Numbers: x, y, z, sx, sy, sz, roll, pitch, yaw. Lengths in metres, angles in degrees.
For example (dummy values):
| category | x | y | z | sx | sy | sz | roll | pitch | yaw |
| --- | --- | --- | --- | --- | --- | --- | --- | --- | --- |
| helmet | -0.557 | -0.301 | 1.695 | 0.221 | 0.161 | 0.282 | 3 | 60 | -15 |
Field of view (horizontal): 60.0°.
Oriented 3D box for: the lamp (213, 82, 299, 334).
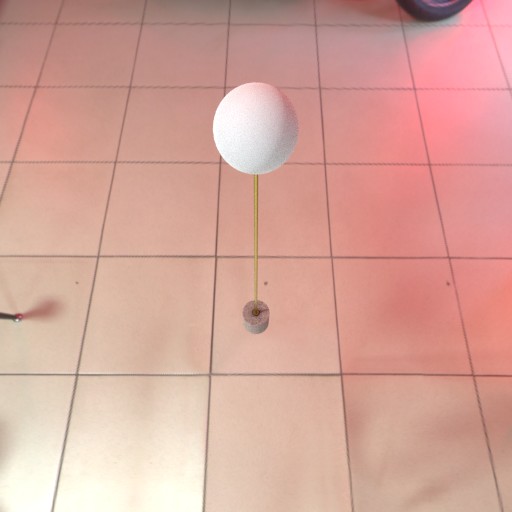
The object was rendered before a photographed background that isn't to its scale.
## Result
| category | x | y | z | sx | sy | sz | roll | pitch | yaw |
| --- | --- | --- | --- | --- | --- | --- | --- | --- | --- |
| lamp | 0.000 | 0.000 | 1.859 | 0.229 | 1.748 | 0.229 | 30 | 67 | 14 |
